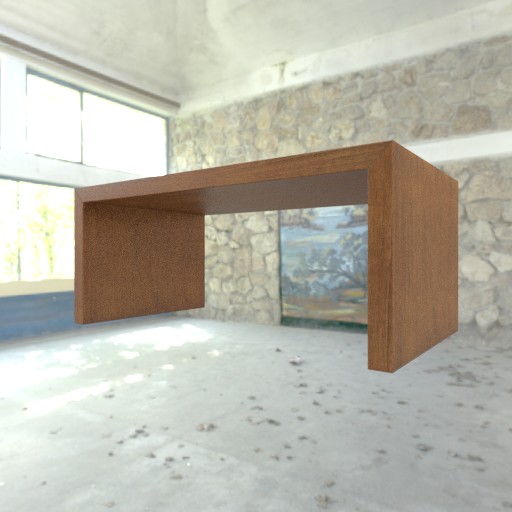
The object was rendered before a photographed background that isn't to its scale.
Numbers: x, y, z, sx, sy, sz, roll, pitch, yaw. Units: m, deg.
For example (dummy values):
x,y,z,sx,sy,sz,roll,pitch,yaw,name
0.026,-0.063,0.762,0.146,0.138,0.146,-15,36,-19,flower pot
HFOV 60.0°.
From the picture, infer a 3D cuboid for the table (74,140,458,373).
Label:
x,y,z,sx,sy,sz,roll,pitch,yaw,name
0.000,0.000,1.309,1.000,0.419,0.549,0,0,36,table
